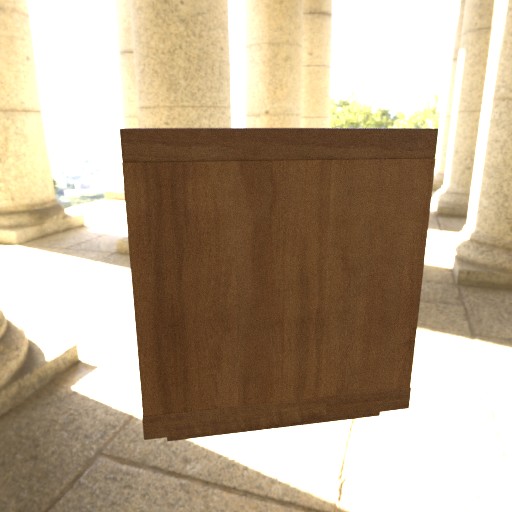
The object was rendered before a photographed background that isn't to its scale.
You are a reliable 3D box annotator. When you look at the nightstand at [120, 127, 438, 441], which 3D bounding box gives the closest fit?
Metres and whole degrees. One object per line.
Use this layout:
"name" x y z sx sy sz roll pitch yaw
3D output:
"nightstand" 0.000 0.000 0.883 0.436 0.491 0.493 -3 16 -10
